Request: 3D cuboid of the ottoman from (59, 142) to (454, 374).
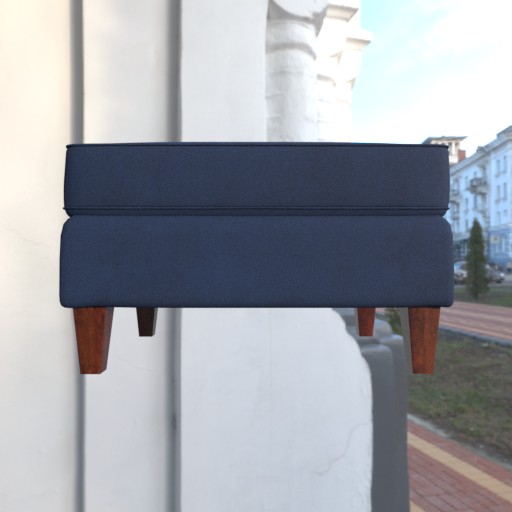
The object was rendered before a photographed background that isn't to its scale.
[{"bbox_3d":[0.000,0.000,1.380,0.965,0.584,0.686,0,-1,0],"label":"ottoman"}]
